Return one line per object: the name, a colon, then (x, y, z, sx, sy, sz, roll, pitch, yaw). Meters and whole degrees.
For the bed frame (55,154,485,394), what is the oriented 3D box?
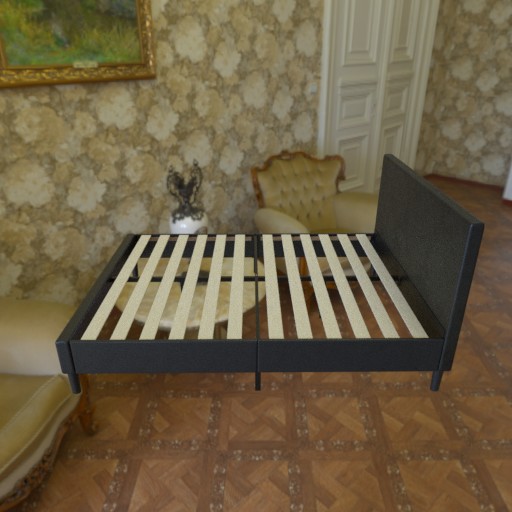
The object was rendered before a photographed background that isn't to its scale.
bed frame: (0.000, 0.000, 3.212, 2.318, 1.127, 1.634, 0, 25, -1)
